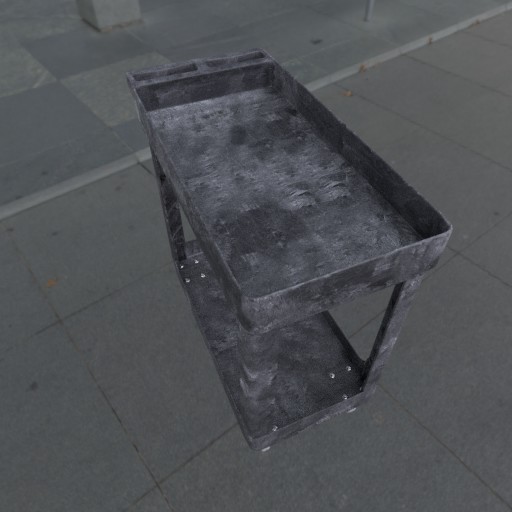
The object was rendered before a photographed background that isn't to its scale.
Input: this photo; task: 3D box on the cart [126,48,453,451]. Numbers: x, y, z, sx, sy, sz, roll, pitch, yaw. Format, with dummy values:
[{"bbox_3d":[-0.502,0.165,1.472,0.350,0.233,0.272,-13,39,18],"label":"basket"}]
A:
[{"bbox_3d":[0.000,0.000,1.315,0.420,0.824,0.877,-18,50,-16],"label":"cart"}]
